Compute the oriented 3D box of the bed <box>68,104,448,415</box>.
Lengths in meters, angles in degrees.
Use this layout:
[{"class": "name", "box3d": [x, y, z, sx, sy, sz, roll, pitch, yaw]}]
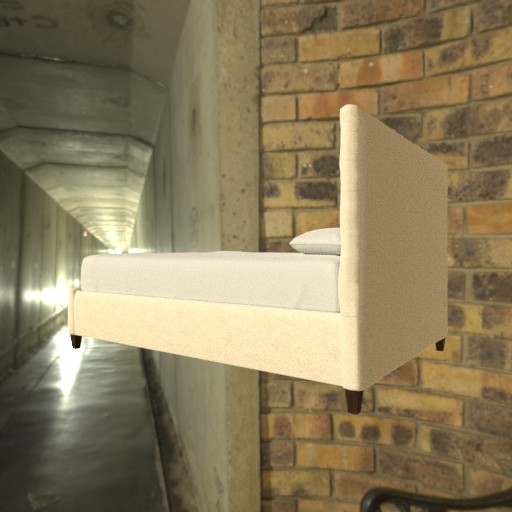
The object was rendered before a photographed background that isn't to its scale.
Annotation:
[{"class": "bed", "box3d": [0.000, 0.000, 3.374, 2.387, 1.427, 1.698, 1, 1, 36]}]
